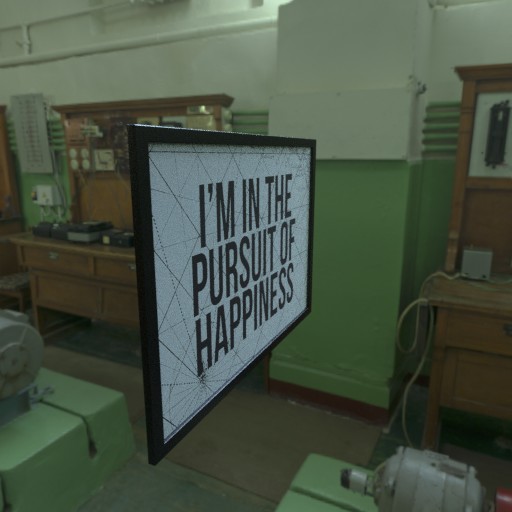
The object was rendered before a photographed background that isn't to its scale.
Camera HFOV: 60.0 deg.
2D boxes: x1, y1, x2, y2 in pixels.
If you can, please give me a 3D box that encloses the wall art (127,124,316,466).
[{"bbox_3d":[0.000,0.000,1.044,0.015,0.552,0.819,6,15,25],"label":"wall art"}]
